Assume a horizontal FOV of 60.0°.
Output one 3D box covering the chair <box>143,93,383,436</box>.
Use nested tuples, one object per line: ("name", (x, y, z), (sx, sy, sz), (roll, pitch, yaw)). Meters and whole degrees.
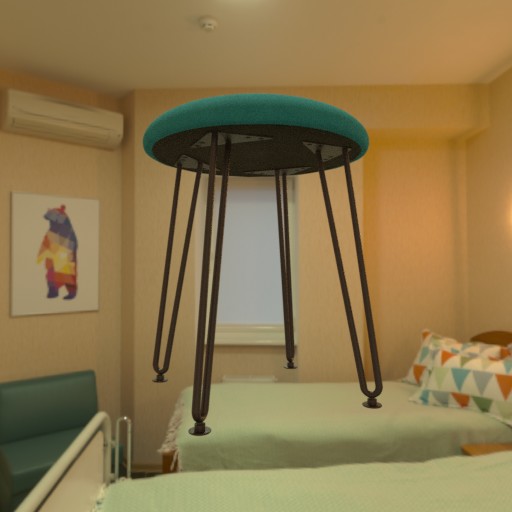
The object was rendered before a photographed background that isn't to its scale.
("chair", (0.000, 0.000, 0.704), (0.350, 0.430, 0.350), (1, -1, -35))
